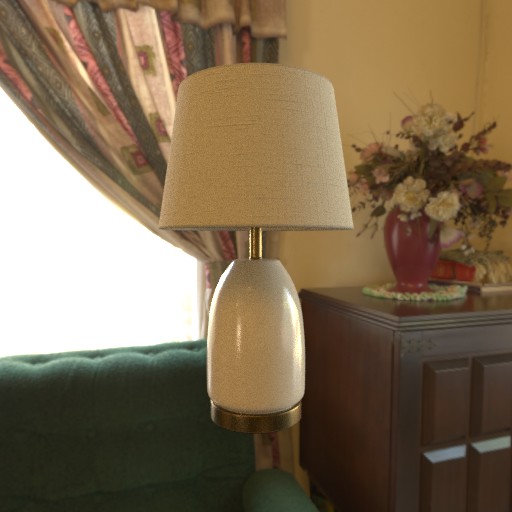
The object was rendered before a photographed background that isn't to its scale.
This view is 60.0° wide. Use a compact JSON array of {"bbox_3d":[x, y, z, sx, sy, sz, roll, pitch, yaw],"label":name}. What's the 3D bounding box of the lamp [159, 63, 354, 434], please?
[{"bbox_3d":[0.000,0.000,0.665,0.285,0.483,0.285,0,2,0],"label":"lamp"}]
